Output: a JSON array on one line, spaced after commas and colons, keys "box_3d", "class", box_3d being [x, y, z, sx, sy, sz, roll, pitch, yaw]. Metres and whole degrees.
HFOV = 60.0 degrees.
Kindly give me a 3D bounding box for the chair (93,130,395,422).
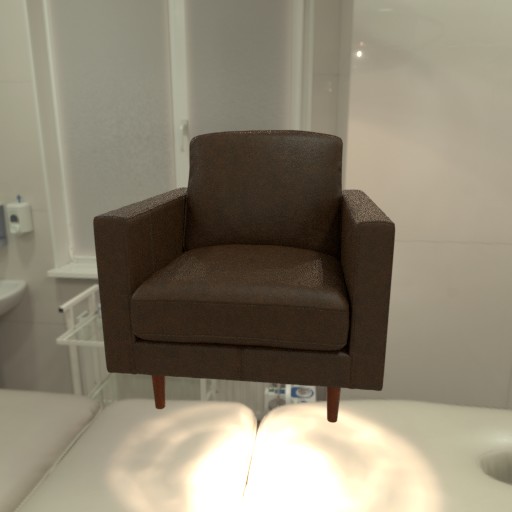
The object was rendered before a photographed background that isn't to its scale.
[{"box_3d": [0.000, 0.000, 1.722, 0.890, 0.956, 0.909, 2, 15, 7], "class": "chair"}]
